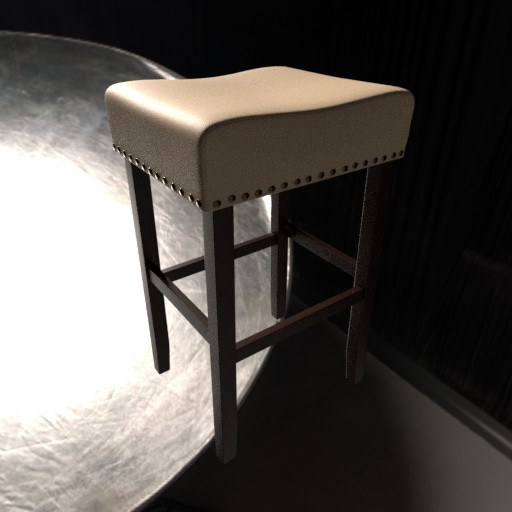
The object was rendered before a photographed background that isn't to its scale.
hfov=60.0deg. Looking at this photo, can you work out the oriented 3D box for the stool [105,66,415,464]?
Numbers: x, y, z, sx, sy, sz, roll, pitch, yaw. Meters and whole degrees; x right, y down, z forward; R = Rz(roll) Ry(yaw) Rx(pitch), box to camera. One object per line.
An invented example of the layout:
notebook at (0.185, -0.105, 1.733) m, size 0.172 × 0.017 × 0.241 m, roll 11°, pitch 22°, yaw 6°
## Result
stool at (0.000, 0.000, 1.041) m, size 0.471 × 0.762 × 0.401 m, roll -20°, pitch 36°, yaw -30°
